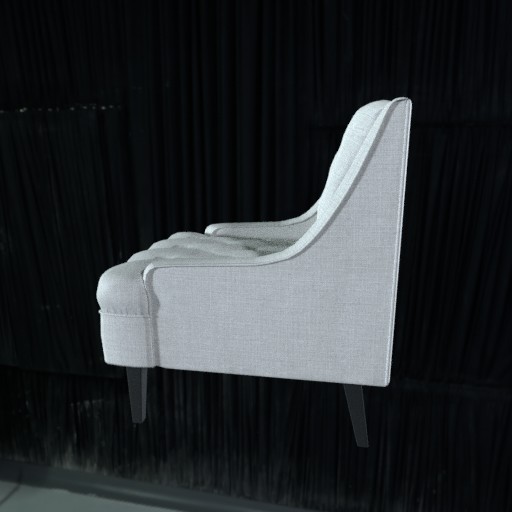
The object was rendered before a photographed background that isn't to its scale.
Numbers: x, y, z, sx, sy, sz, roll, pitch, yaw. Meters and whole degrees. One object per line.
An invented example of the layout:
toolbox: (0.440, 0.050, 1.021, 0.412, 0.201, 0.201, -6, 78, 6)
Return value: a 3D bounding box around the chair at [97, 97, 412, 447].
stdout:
chair: (0.000, 0.000, 1.393, 0.772, 0.891, 0.658, 2, 14, 9)
